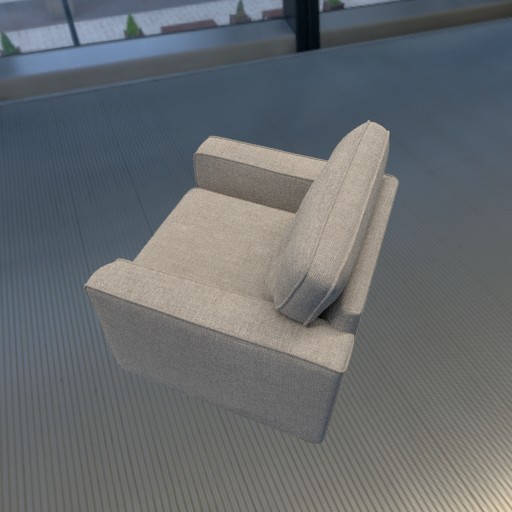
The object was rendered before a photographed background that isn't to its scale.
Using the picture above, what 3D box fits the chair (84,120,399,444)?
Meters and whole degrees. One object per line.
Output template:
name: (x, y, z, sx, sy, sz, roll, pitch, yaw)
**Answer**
chair: (0.000, 0.000, 1.822, 0.939, 0.965, 1.015, 16, 49, 14)
